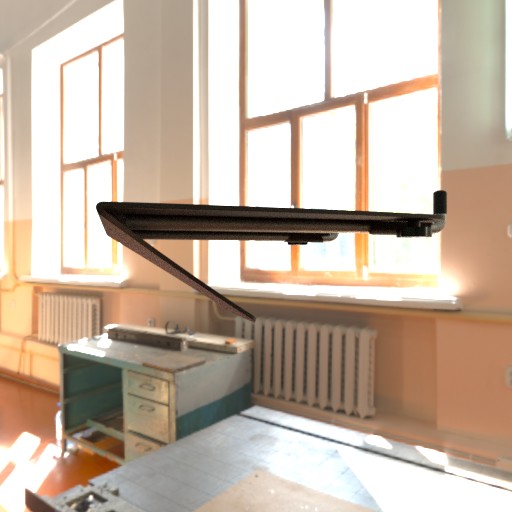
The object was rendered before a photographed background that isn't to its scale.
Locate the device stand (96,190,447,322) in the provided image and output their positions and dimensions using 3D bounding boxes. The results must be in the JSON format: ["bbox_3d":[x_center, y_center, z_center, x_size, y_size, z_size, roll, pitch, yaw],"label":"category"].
[{"bbox_3d":[0.000,0.000,0.352,0.230,0.092,0.230,0,0,-18],"label":"device stand"}]
